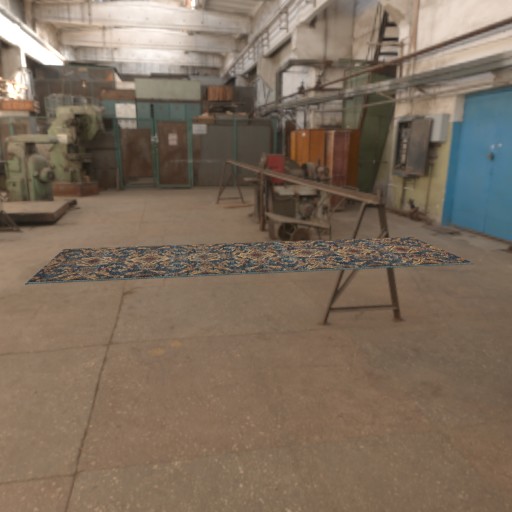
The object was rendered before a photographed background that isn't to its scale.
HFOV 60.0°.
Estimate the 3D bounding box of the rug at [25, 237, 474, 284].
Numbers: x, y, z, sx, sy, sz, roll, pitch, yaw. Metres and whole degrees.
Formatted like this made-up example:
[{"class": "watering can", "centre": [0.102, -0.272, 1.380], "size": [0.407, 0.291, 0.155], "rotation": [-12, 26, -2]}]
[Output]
[{"class": "rug", "centre": [0.000, 0.000, 2.565], "size": [2.292, 0.014, 0.685], "rotation": [-2, 15, -9]}]
